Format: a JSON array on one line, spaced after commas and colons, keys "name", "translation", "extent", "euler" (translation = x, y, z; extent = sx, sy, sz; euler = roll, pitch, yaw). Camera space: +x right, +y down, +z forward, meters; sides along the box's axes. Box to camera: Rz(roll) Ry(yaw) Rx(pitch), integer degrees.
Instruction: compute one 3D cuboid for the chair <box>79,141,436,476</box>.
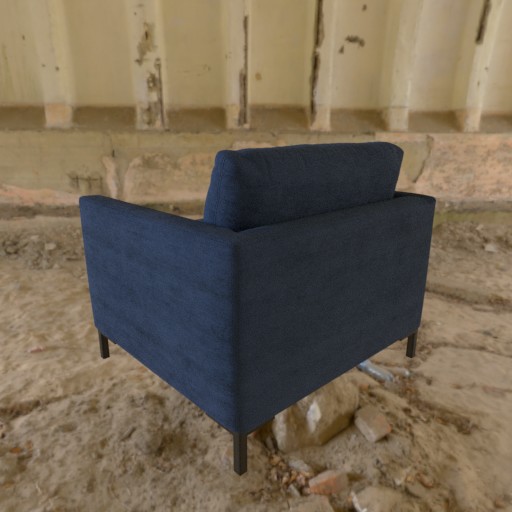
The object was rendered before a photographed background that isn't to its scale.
[{"name": "chair", "translation": [0.000, 0.000, 1.613], "extent": [0.964, 0.812, 0.875], "euler": [-15, 22, -41]}]
